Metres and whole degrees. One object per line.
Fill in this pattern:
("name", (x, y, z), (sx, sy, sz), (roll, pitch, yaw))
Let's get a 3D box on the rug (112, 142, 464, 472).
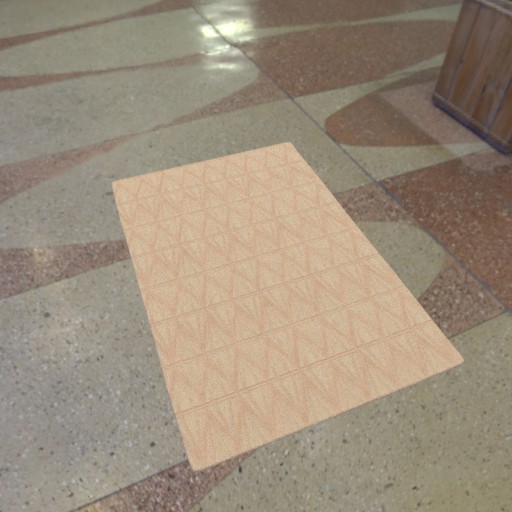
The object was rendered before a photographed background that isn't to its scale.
("rug", (0.000, 0.000, 3.041), (1.609, 0.015, 2.390), (-16, 49, -15))
